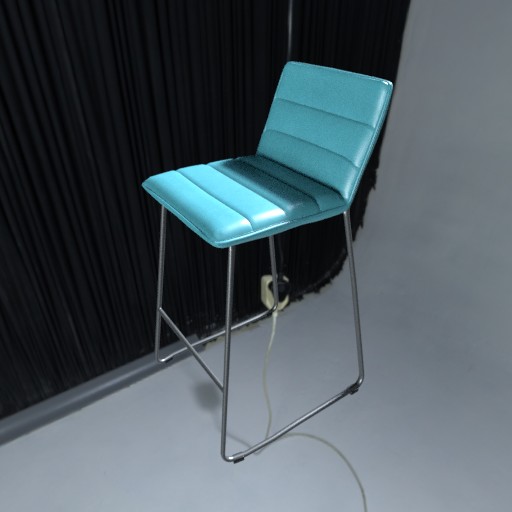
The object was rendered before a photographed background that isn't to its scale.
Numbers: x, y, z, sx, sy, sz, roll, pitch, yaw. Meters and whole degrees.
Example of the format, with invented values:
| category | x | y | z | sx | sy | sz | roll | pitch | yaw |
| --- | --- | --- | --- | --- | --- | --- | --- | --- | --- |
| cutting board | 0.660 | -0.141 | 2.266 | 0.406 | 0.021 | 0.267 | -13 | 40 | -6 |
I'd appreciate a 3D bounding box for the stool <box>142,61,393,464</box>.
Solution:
| category | x | y | z | sx | sy | sz | roll | pitch | yaw |
| --- | --- | --- | --- | --- | --- | --- | --- | --- | --- |
| stool | 0.000 | 0.000 | 1.240 | 0.524 | 0.936 | 0.489 | -20 | 37 | -29 |
